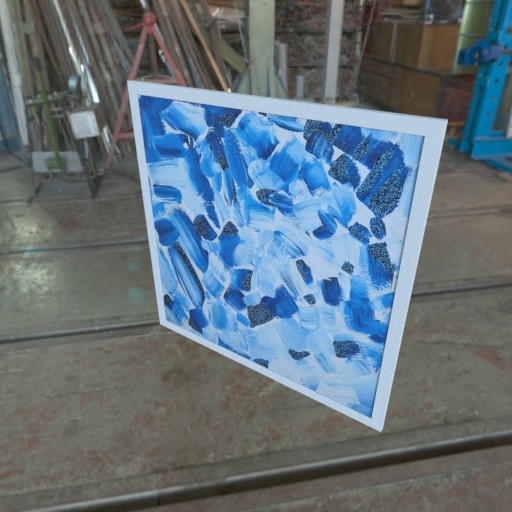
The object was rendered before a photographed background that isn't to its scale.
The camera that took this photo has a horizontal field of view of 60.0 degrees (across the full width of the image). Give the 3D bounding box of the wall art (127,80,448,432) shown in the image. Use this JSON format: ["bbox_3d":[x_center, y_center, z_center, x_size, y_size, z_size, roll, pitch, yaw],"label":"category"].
[{"bbox_3d":[0.000,0.000,1.180,0.812,0.812,0.015,19,35,29],"label":"wall art"}]
